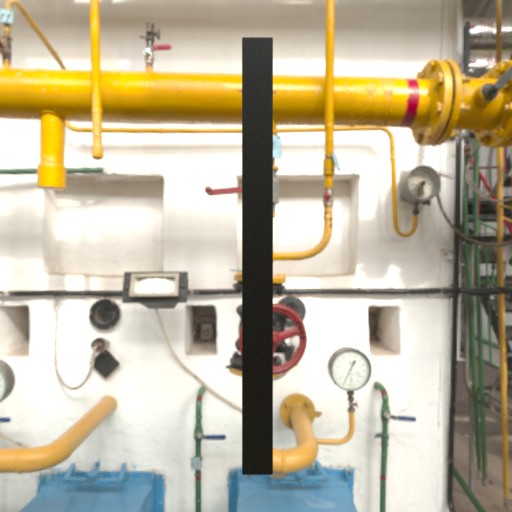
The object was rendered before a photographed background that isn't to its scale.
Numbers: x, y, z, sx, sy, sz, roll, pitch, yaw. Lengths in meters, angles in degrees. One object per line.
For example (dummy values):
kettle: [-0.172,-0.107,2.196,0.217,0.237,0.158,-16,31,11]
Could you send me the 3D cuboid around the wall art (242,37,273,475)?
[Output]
wall art: [0.000,0.000,0.767,0.036,0.508,0.508,0,0,0]
